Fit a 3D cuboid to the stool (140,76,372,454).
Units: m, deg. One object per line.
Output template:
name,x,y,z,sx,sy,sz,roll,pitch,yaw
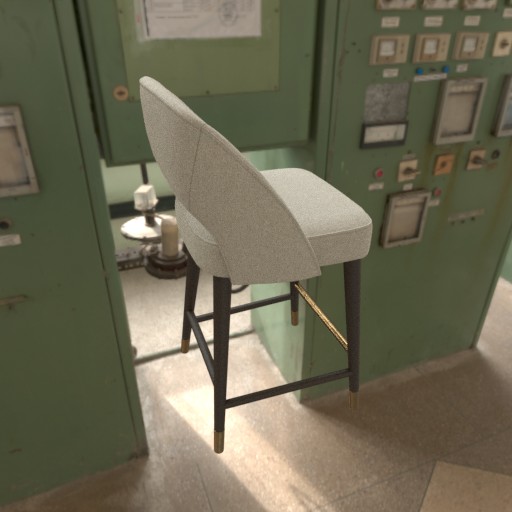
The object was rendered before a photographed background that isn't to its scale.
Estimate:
stool,0.000,0.000,1.224,0.509,0.940,0.494,-11,32,-18
